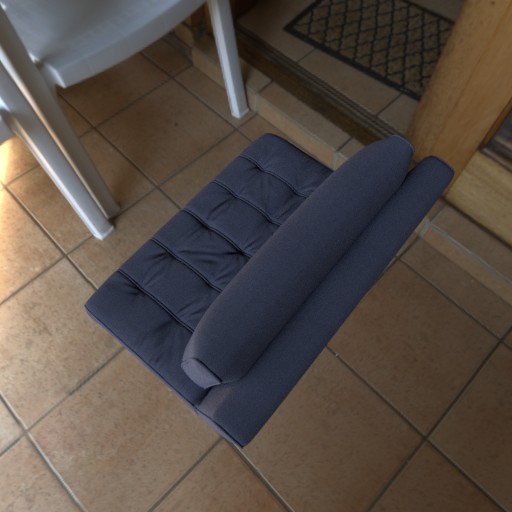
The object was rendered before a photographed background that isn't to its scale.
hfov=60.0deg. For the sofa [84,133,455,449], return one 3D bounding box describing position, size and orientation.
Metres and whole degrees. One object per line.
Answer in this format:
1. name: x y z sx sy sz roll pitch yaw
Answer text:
1. sofa: 0.000 0.000 1.829 0.910 0.910 1.220 37 69 16
